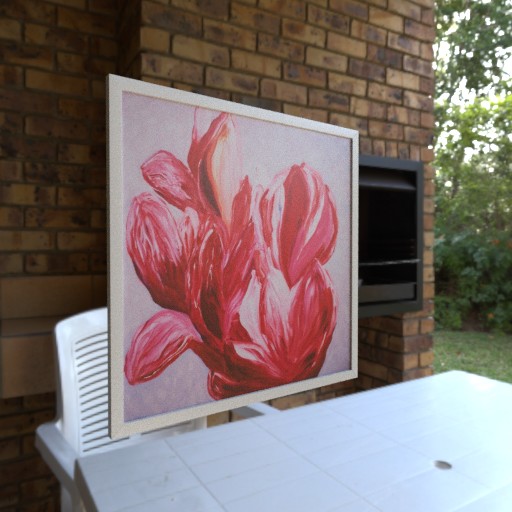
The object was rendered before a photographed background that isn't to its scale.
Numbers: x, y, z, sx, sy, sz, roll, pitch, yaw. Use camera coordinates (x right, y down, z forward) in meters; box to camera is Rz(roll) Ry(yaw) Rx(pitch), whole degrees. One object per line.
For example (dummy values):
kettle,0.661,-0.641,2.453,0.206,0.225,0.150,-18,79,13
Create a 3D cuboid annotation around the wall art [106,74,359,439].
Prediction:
wall art,0.000,0.000,1.217,0.805,0.803,0.022,-1,1,-36
